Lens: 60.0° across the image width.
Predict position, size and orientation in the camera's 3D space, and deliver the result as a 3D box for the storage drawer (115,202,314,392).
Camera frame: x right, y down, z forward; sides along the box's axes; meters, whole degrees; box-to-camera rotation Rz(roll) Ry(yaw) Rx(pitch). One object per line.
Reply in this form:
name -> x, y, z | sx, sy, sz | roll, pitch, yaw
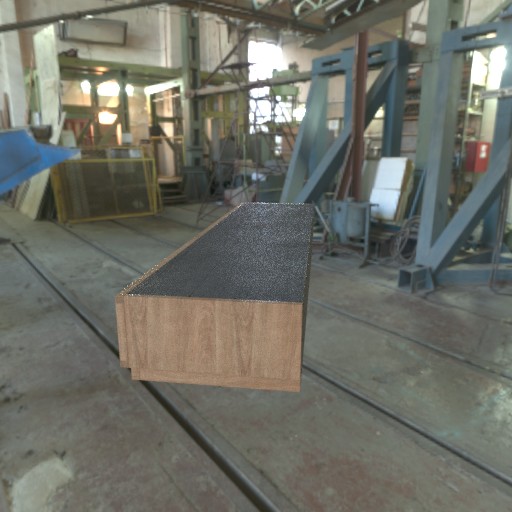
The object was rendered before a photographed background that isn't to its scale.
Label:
storage drawer -> 0.000, 0.000, 2.200 | 0.538, 0.264, 2.032 | 2, 14, 8
